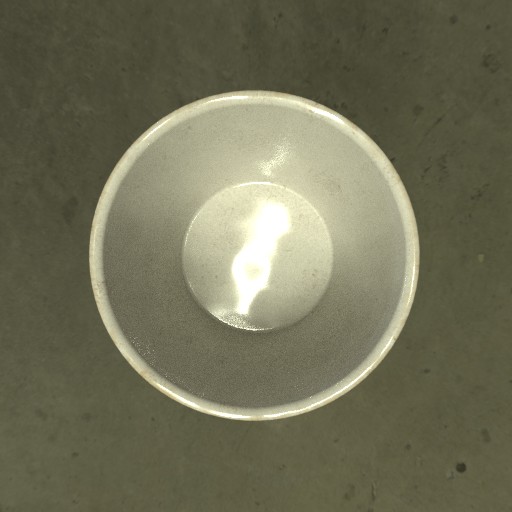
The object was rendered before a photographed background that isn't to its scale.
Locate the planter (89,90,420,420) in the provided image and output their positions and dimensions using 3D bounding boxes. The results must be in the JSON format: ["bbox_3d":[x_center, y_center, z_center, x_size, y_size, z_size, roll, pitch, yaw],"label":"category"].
[{"bbox_3d":[0.000,0.000,0.221,0.126,0.104,0.126,0,89,1],"label":"planter"}]
